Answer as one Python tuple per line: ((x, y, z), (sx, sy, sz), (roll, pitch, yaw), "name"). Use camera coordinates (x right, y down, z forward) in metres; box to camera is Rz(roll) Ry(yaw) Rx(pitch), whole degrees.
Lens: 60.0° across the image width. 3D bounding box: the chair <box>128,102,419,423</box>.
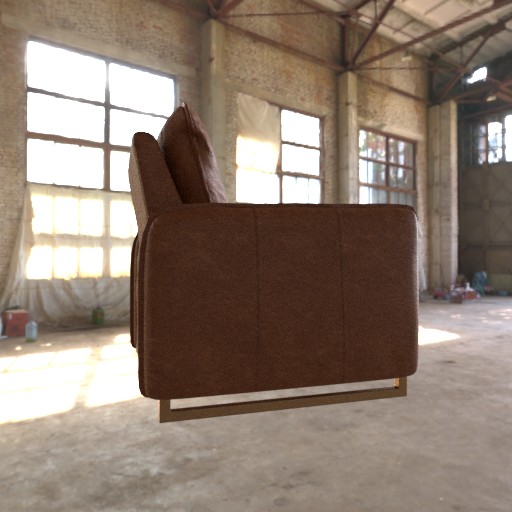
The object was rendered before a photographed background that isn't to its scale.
((0.000, 0.000, 1.670), (0.922, 0.922, 0.830), (0, 0, -18), "chair")
